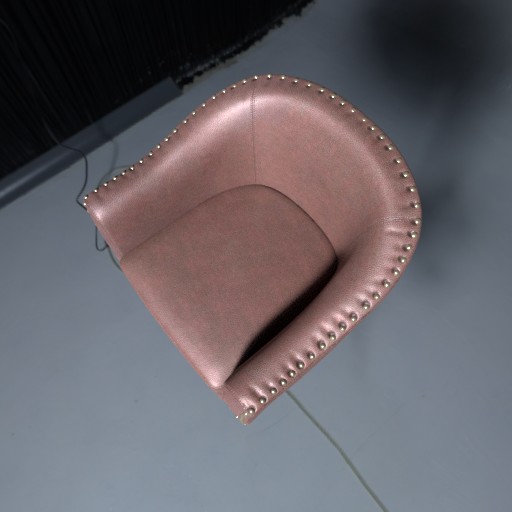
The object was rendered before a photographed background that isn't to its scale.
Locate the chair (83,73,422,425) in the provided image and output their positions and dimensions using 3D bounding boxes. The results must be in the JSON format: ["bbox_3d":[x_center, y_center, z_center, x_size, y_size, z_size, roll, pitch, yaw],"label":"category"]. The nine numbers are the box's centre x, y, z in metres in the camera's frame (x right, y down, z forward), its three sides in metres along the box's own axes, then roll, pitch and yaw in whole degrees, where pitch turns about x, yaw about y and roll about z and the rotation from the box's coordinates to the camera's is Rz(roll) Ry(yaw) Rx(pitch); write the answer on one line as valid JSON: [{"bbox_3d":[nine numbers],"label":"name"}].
[{"bbox_3d":[0.000,0.000,1.450,0.748,0.823,0.794,-37,70,-16],"label":"chair"}]
